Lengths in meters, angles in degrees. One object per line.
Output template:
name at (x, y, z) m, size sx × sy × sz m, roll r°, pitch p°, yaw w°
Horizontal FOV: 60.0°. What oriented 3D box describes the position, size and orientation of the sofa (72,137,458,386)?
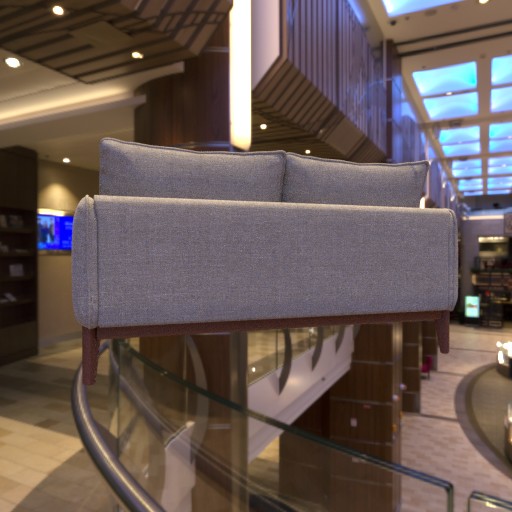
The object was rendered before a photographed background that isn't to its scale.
sofa at (0.000, 0.000, 2.104) m, size 1.580 × 0.851 × 0.972 m, roll 0°, pitch 0°, yaw -19°
